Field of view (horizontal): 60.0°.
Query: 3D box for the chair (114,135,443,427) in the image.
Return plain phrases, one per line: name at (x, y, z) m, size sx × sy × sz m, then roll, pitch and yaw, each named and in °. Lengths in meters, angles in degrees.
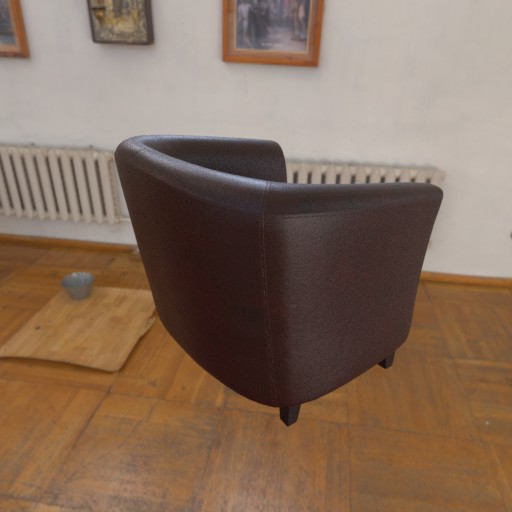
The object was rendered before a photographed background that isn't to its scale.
chair at (0.000, 0.000, 1.395) m, size 0.727 × 0.756 × 0.792 m, roll -18°, pitch 31°, yaw -32°
